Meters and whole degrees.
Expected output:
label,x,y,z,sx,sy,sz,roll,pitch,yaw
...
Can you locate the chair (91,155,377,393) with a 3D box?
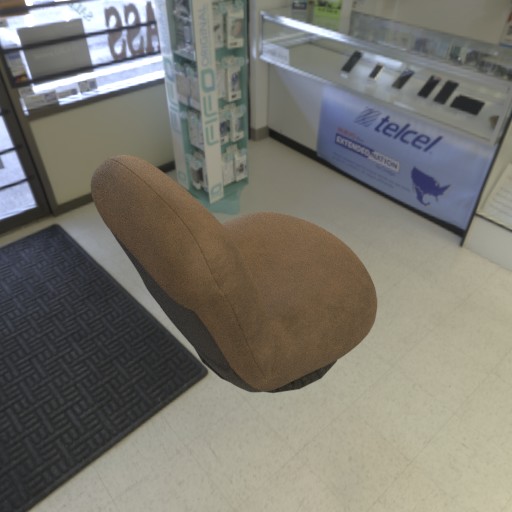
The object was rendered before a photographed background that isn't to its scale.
label,x,y,z,sx,sy,sz,roll,pitch,yaw
chair,0.000,0.000,1.058,0.597,0.594,0.521,-27,48,-28
